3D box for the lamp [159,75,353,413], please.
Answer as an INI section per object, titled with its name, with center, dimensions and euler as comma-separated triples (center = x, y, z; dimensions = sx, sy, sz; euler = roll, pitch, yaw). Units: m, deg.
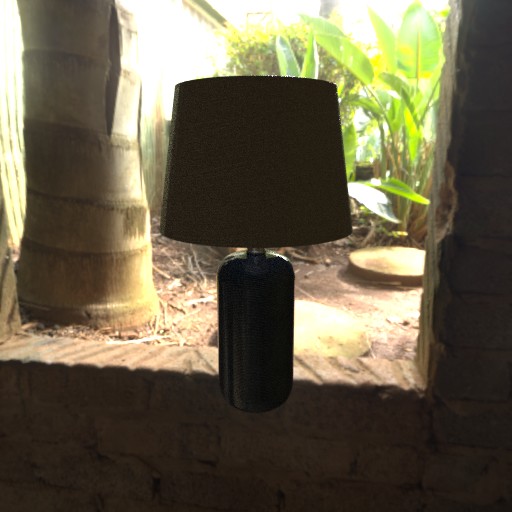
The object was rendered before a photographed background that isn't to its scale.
[lamp]
center = 0.000, 0.000, 0.600
dimensions = 0.253, 0.428, 0.253
euler = 0, 14, 0
